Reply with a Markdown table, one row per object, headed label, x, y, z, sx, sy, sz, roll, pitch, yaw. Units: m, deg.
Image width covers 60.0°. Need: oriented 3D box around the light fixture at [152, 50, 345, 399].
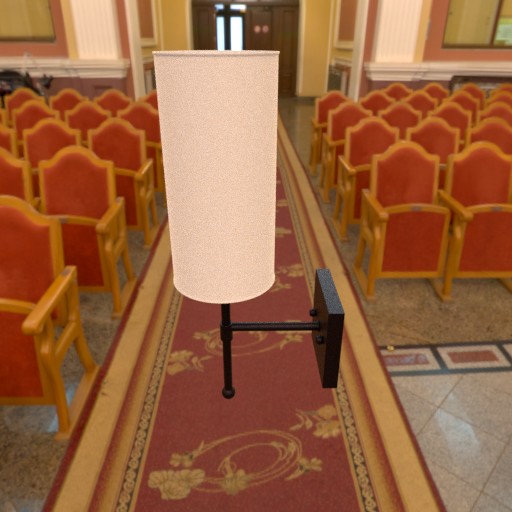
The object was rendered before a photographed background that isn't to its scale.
| label | x | y | z | sx | sy | sz | roll | pitch | yaw |
| --- | --- | --- | --- | --- | --- | --- | --- | --- | --- |
| light fixture | 0.000 | 0.000 | 0.551 | 0.208 | 0.462 | 0.128 | 0 | 26 | -1 |
